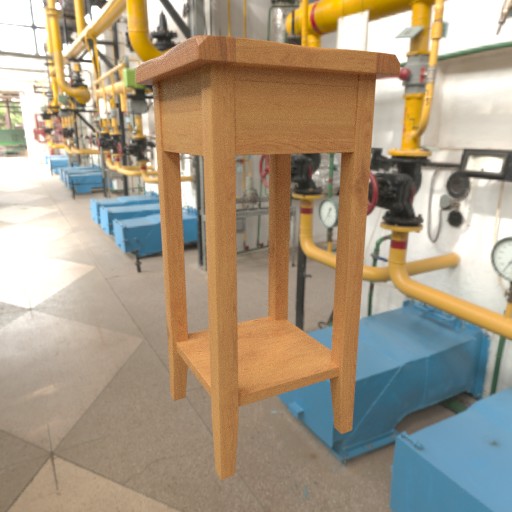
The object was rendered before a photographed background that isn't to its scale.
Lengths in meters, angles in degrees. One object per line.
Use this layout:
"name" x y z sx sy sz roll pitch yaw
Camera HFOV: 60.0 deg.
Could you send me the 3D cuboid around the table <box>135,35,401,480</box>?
"table" 0.000 0.000 0.912 0.360 0.740 0.360 -8 18 -27
